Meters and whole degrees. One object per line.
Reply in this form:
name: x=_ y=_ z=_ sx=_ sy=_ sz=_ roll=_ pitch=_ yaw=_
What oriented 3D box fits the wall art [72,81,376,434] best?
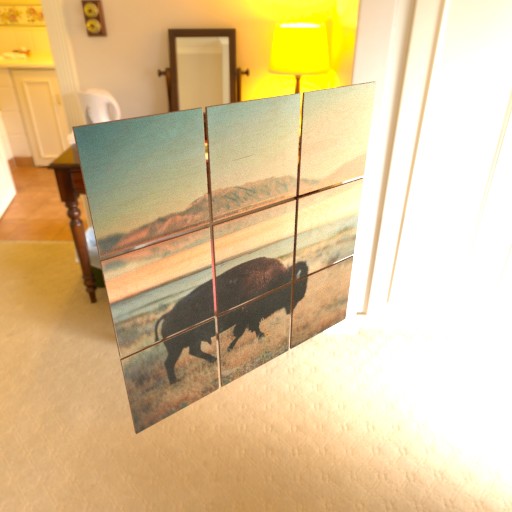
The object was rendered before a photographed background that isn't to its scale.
wall art: x=0.000 y=0.000 z=2.259 sx=1.533 sy=1.532 sz=0.019 roll=-21 pitch=36 yaw=-32
